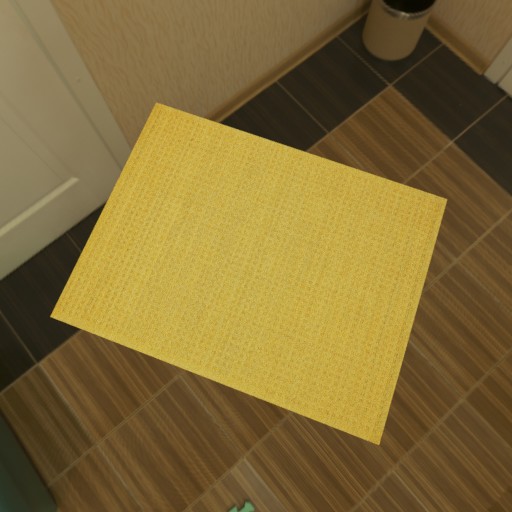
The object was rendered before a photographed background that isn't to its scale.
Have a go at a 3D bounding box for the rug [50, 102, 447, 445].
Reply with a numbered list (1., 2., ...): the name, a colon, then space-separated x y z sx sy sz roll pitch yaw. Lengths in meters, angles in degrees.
1. rug: 0.000 0.000 4.369 3.242 0.015 2.486 20 76 5
